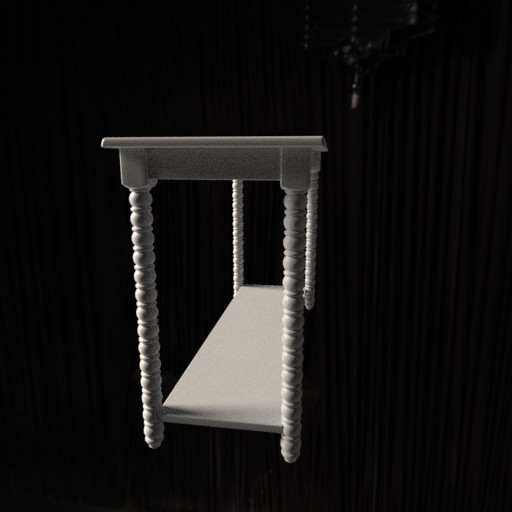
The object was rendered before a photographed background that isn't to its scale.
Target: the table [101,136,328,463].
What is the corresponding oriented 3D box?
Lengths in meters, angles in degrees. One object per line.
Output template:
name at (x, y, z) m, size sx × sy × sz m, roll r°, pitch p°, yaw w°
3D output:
table at (0.000, 0.000, 1.509) m, size 0.459 × 0.740 × 1.184 m, roll 2°, pitch 13°, yaw 9°
